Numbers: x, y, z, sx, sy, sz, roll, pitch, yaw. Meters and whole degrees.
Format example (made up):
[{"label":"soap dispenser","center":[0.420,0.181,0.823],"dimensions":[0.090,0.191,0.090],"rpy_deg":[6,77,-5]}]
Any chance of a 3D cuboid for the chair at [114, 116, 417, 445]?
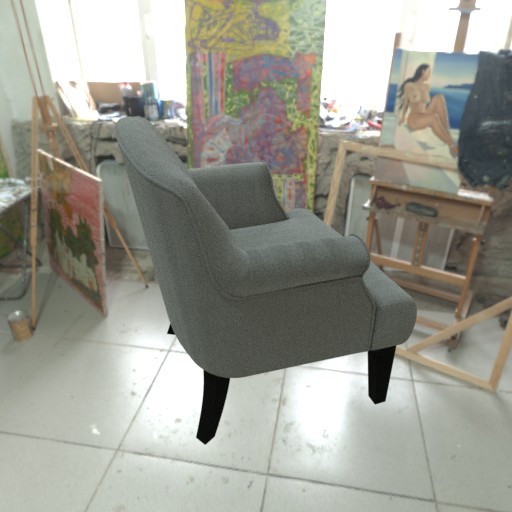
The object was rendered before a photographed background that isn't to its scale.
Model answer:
[{"label":"chair","center":[0.000,0.000,1.431],"dimensions":[0.755,0.880,0.772],"rpy_deg":[-10,30,-17]}]
